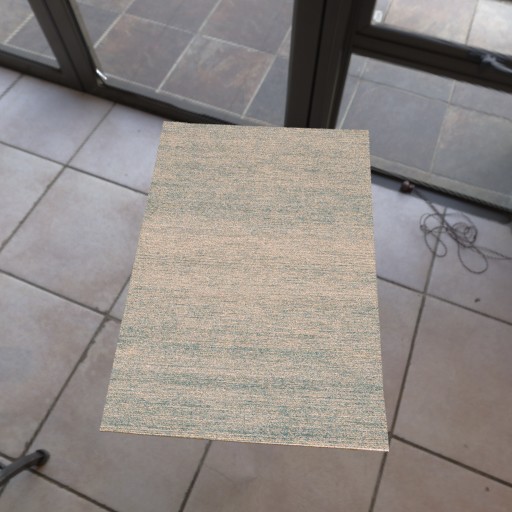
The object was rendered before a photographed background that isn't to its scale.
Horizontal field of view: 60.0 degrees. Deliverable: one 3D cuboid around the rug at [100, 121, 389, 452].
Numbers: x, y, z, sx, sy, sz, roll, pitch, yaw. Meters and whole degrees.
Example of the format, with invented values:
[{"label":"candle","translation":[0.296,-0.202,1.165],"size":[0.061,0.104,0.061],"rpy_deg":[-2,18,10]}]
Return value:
[{"label":"rug","translation":[0.000,0.000,2.961],"size":[1.613,0.030,2.306],"rpy_deg":[3,63,2]}]
